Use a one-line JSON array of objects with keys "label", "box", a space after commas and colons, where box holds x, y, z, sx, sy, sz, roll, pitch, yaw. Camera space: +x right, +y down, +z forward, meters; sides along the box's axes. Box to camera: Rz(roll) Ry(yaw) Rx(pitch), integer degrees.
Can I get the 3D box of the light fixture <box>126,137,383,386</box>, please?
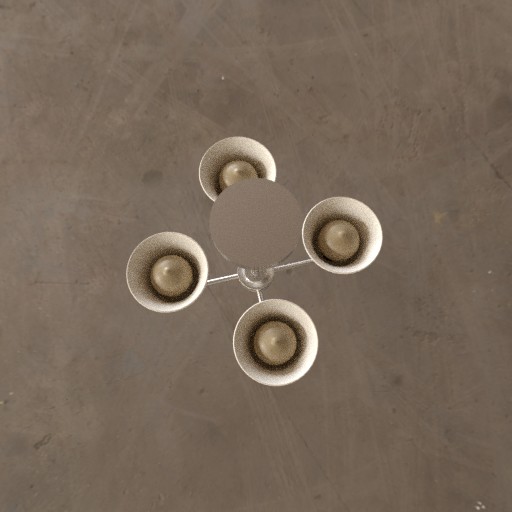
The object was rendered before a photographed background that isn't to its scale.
[{"label": "light fixture", "box": [0.000, 0.000, 0.749, 0.427, 0.370, 0.427, -12, 76, -3]}]
